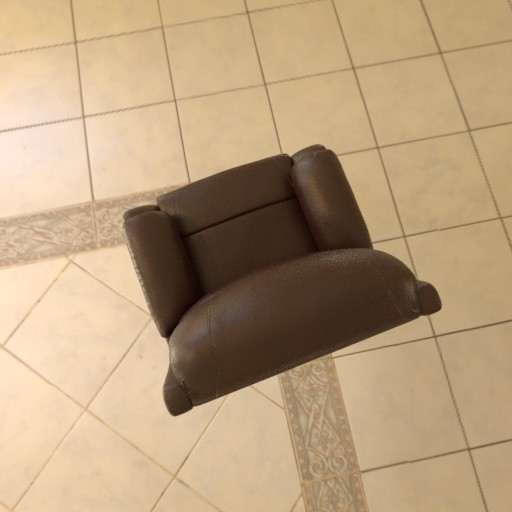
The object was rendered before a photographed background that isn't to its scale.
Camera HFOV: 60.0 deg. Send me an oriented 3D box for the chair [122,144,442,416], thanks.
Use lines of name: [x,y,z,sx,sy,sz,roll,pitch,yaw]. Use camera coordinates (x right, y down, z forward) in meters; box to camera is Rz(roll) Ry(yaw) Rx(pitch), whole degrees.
chair: [0.000,0.000,1.767,0.930,1.011,0.899,-20,76,-5]
